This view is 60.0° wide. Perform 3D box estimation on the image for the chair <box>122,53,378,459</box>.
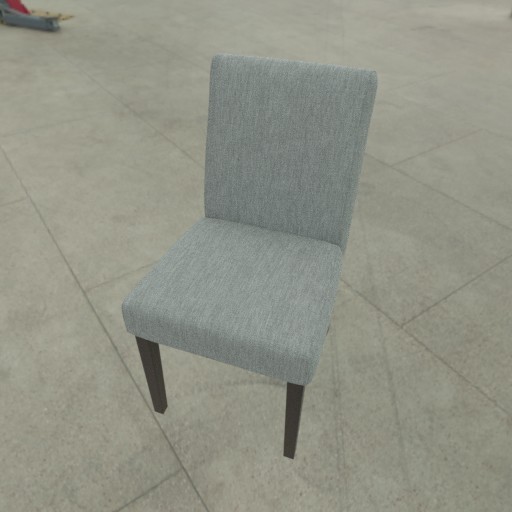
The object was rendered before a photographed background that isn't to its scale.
[{"bbox_3d":[0.000,0.000,1.225,0.487,0.884,0.629,13,42,15],"label":"chair"}]
